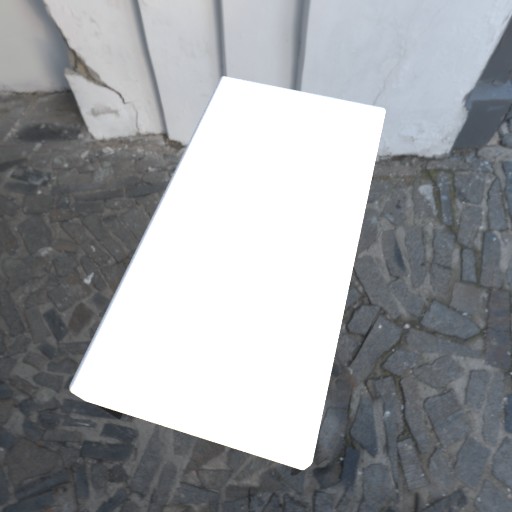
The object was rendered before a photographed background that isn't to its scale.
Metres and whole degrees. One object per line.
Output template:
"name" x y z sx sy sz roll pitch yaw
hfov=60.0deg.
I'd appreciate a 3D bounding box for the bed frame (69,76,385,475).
"bed frame" 0.000 0.000 2.435 1.023 0.659 1.950 14 62 8
